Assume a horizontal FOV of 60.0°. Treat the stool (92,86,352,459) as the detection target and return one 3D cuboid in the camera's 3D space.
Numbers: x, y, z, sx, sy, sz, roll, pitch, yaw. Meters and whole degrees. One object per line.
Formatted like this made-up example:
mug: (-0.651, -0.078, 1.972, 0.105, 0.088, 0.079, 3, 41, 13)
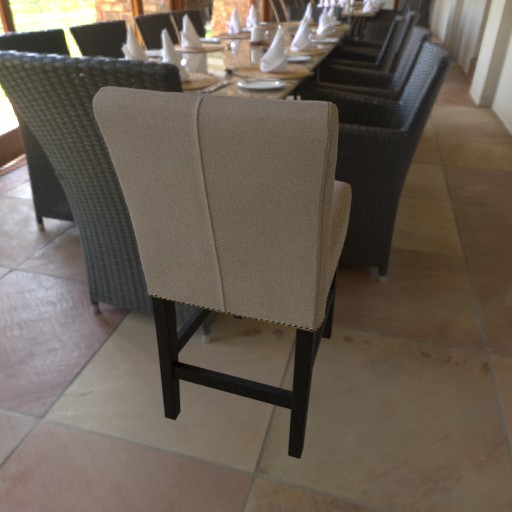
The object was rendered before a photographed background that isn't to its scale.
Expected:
stool: (0.000, 0.000, 1.136, 0.427, 0.885, 0.571, 10, 33, 16)
